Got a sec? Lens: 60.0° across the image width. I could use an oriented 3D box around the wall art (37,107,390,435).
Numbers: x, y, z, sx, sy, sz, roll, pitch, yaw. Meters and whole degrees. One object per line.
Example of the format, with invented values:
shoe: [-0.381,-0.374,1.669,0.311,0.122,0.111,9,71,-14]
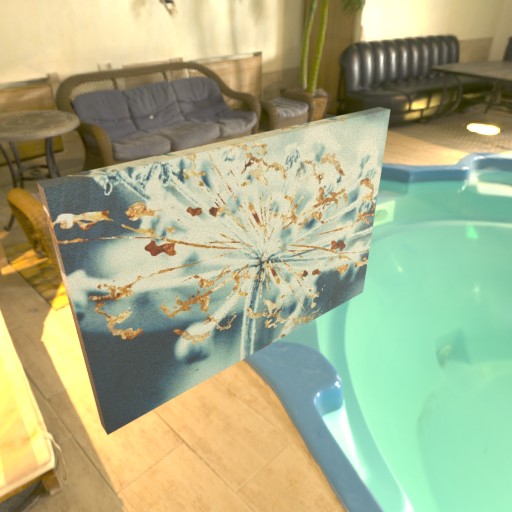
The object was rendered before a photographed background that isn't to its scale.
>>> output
wall art: [0.000,0.000,1.130,0.912,0.608,0.038,-22,37,-33]
